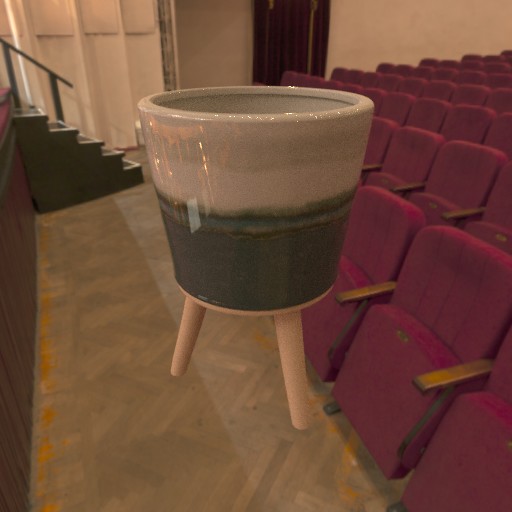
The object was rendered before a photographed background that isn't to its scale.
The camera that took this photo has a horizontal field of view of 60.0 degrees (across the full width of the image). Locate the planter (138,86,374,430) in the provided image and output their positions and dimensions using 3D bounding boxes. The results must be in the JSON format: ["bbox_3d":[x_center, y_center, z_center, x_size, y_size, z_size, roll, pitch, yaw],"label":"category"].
[{"bbox_3d":[0.000,0.000,0.488,0.217,0.331,0.217,-8,28,-16],"label":"planter"}]
